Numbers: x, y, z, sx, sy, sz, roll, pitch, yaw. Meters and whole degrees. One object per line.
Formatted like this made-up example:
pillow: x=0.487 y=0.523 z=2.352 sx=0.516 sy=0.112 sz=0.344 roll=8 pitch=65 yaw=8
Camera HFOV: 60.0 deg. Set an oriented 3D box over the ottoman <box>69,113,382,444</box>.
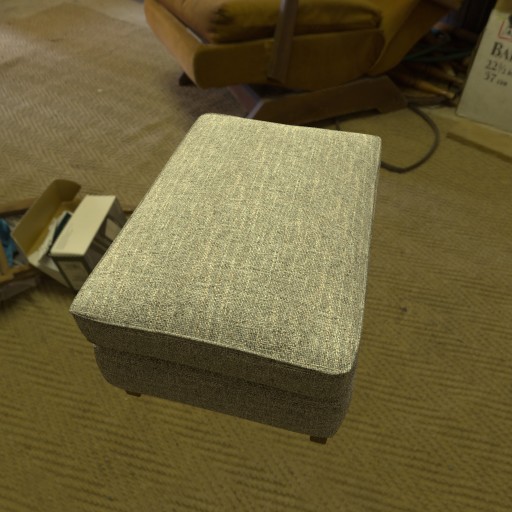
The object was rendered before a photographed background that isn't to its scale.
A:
ottoman: x=0.000 y=0.000 z=1.001 sx=0.508 sy=0.406 sz=0.686 roll=11 pitch=47 yaw=10
